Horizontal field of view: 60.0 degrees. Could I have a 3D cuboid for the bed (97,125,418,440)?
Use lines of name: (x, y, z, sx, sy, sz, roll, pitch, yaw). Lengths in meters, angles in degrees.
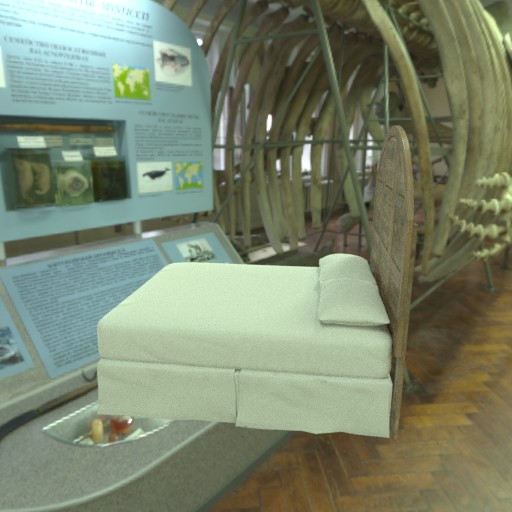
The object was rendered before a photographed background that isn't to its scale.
bed: (0.000, 0.000, 3.560, 2.112, 2.002, 1.713, 2, 15, 8)
